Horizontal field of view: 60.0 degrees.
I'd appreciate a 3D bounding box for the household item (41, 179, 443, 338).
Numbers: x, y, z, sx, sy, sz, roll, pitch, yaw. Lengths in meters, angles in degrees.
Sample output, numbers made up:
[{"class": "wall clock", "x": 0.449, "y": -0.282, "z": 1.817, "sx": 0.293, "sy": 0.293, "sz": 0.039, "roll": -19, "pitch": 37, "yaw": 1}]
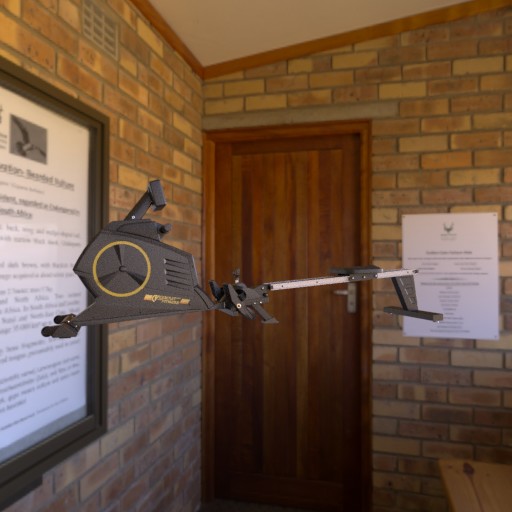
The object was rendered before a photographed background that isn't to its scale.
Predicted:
[{"class": "household item", "x": 0.000, "y": 0.000, "z": 2.632, "sx": 2.251, "sy": 0.810, "sz": 0.521, "roll": 0, "pitch": -1, "yaw": -18}]
